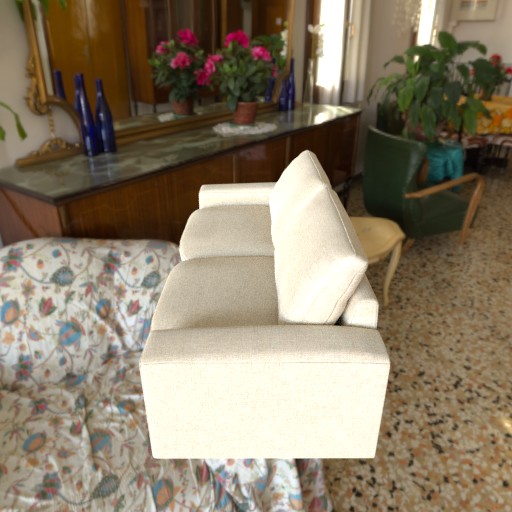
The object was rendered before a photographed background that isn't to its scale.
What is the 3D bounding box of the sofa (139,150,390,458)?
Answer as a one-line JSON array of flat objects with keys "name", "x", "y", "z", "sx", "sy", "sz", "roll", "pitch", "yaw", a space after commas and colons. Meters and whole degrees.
[{"name": "sofa", "x": 0.000, "y": 0.000, "z": 2.777, "sx": 1.040, "sy": 0.922, "sz": 2.299, "roll": 0, "pitch": 26, "yaw": 0}]
